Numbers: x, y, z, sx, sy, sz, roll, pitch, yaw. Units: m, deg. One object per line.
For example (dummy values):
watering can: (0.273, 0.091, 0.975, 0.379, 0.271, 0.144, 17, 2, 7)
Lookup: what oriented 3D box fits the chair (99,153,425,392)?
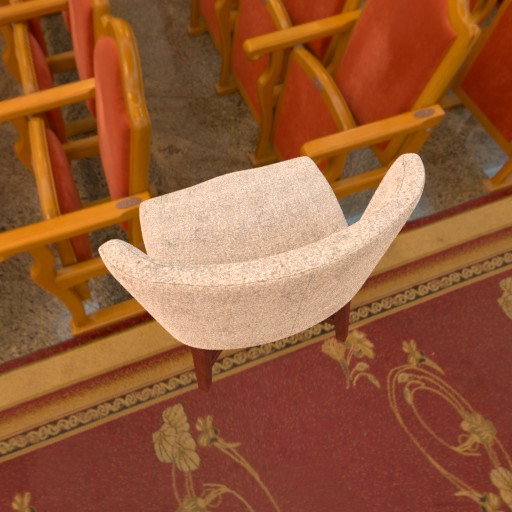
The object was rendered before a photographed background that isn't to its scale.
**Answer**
chair: (0.000, 0.000, 1.303, 0.728, 0.827, 0.575, -18, 62, -10)
